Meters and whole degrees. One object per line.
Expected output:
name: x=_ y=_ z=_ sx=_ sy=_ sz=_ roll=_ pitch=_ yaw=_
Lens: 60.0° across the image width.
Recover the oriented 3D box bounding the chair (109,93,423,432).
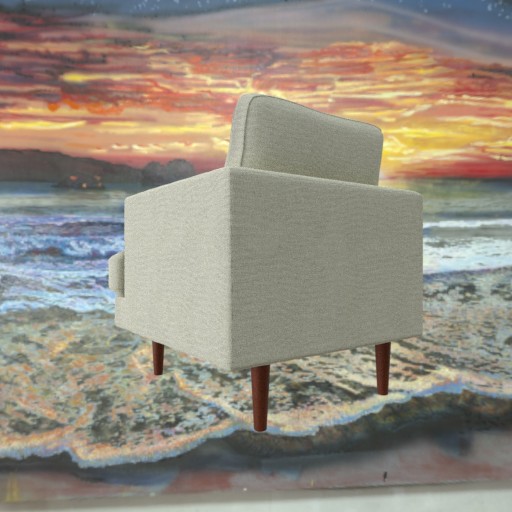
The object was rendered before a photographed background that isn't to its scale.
chair: x=0.000 y=0.000 z=1.682 sx=0.858 sy=0.957 sz=0.899 roll=0 pitch=0 yaw=-36
